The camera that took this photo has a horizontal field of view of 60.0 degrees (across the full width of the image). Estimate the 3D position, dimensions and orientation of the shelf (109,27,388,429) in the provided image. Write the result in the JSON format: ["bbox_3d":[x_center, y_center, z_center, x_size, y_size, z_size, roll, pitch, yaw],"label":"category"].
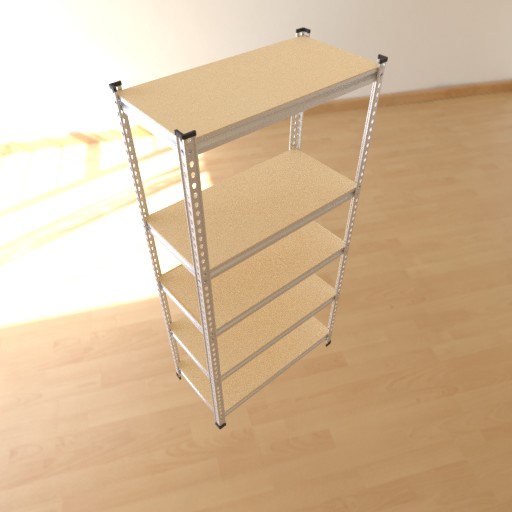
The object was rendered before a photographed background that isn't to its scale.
[{"bbox_3d":[0.000,0.000,2.202,0.914,1.829,0.457,-30,52,-27],"label":"shelf"}]
